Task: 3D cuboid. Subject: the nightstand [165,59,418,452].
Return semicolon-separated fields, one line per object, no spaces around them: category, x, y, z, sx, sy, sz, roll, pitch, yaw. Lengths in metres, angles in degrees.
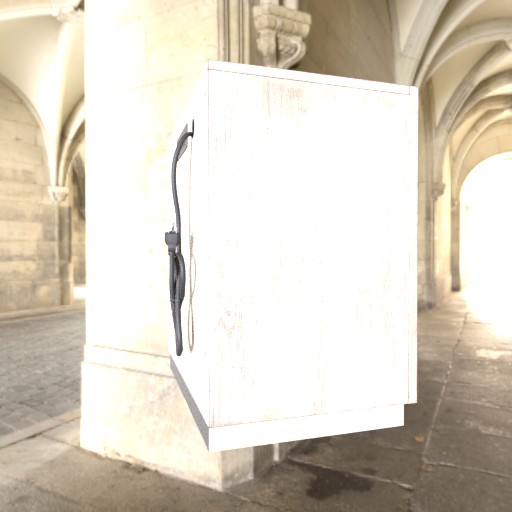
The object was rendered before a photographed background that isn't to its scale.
nightstand;0.000;0.000;1.096;0.483;0.673;0.612;0;1;-17
